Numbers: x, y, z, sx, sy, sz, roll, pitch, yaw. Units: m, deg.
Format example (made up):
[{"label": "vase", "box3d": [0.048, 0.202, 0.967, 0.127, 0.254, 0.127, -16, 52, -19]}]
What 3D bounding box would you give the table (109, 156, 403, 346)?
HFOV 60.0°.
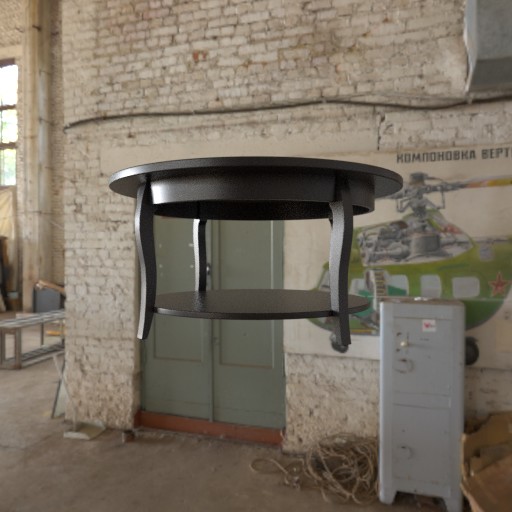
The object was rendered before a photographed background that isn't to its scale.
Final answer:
[{"label": "table", "box3d": [0.000, 0.000, 1.453, 0.914, 0.457, 0.914, 0, 1, 0]}]
